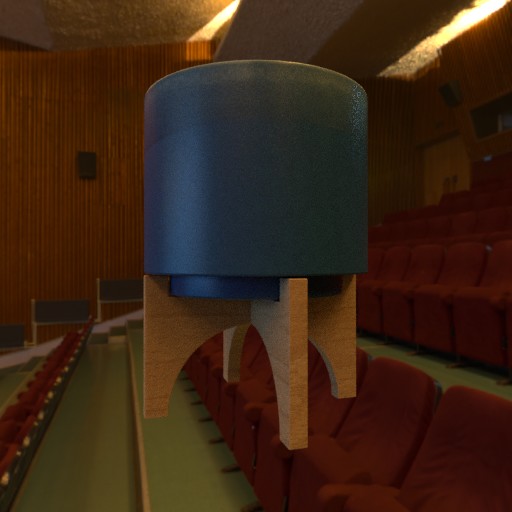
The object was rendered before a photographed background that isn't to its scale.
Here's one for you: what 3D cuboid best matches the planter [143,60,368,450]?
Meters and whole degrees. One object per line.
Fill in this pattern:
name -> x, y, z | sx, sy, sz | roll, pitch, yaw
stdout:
planter -> 0.000, 0.000, 0.393 | 0.192, 0.263, 0.192 | 0, 0, 0
